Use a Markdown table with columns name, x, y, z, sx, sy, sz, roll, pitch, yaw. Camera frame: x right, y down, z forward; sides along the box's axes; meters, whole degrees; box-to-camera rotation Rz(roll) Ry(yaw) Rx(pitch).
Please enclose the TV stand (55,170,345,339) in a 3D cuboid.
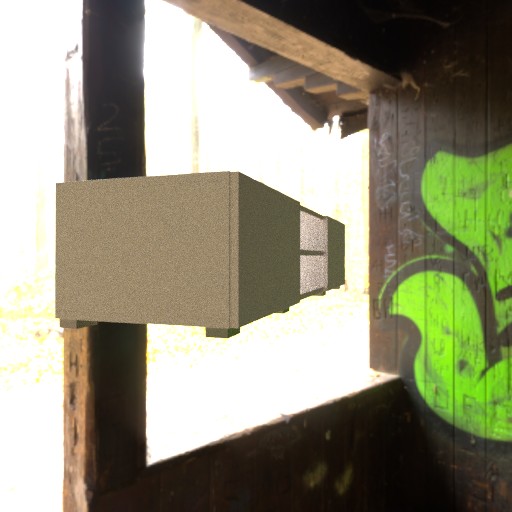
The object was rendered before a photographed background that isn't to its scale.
| name | x | y | z | sx | sy | sz | roll | pitch | yaw |
| --- | --- | --- | --- | --- | --- | --- | --- | --- | --- |
| TV stand | 0.000 | 0.000 | 1.536 | 0.420 | 0.310 | 1.400 | 0 | 0 | 19 |
